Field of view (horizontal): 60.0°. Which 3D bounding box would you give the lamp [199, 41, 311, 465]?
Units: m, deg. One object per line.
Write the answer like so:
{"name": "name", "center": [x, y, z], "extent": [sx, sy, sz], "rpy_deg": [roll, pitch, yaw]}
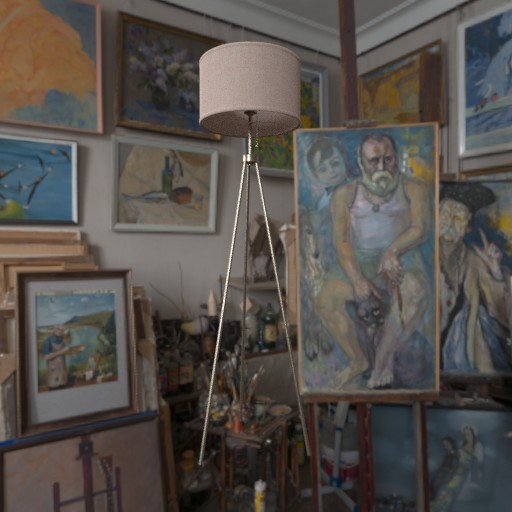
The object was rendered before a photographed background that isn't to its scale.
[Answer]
{"name": "lamp", "center": [0.000, 0.000, 1.795], "extent": [0.460, 1.545, 0.449], "rpy_deg": [0, 1, 18]}
